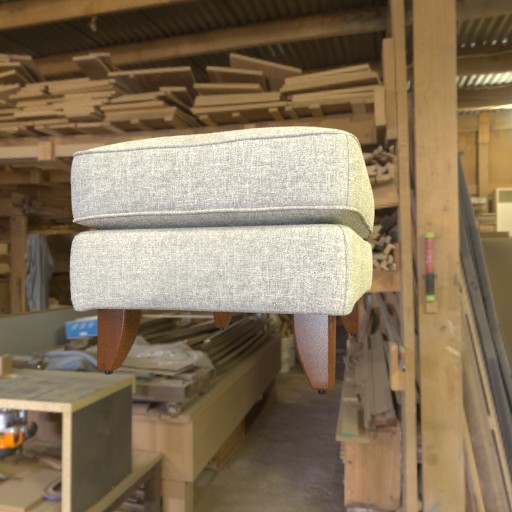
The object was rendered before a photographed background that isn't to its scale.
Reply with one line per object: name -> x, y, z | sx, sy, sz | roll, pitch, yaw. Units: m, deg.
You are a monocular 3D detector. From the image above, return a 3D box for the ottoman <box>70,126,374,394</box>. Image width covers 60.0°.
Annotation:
ottoman -> 0.000, 0.000, 1.312 | 0.661, 0.561, 0.889 | 0, -1, 17
